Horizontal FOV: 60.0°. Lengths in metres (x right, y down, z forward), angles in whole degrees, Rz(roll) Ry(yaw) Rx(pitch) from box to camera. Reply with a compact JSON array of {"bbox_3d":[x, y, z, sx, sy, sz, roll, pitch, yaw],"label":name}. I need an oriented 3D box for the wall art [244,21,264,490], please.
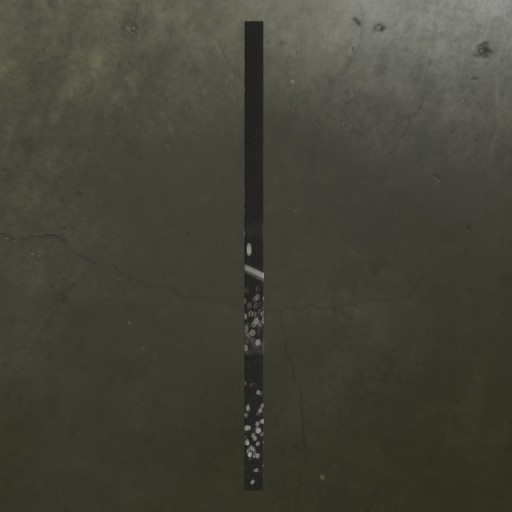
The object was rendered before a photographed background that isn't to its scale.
[{"bbox_3d":[0.000,0.000,1.165,0.038,0.609,0.914,0,90,1],"label":"wall art"}]
